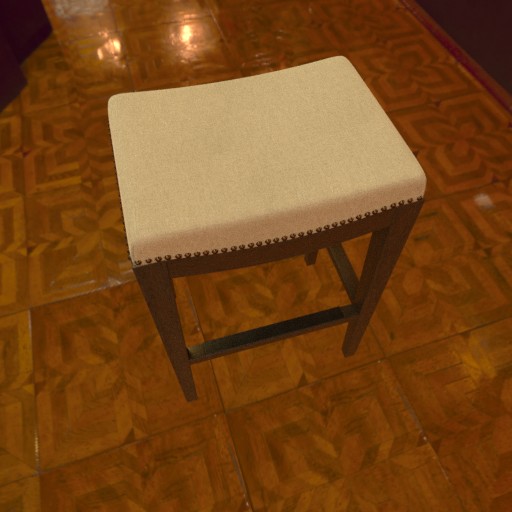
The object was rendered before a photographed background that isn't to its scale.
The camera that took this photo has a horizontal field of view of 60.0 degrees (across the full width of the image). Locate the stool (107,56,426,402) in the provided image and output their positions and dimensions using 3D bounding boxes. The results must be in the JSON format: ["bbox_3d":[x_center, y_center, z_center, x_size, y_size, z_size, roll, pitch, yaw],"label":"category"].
[{"bbox_3d":[0.000,0.000,1.047,0.498,0.759,0.358,-13,58,-9],"label":"stool"}]
